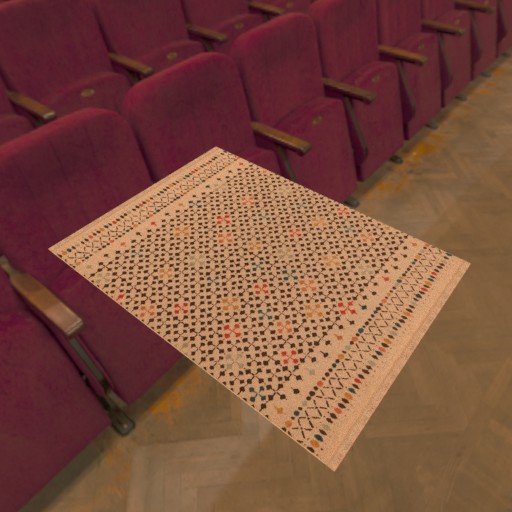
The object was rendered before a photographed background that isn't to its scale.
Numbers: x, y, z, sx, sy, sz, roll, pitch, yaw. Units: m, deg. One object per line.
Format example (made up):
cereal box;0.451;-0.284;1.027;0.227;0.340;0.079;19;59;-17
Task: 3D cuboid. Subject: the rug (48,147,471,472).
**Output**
rug;0.000;0.000;2.024;1.556;0.006;1.146;30;52;26
